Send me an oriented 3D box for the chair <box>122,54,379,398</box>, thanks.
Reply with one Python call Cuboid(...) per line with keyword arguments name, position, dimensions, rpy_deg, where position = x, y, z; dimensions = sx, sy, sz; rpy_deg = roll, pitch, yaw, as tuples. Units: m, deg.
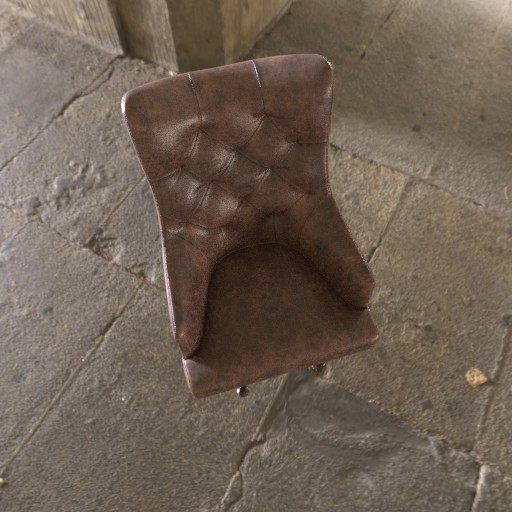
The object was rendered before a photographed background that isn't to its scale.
Cuboid(name="chair", position=(0.000, 0.000, 1.497), dimensions=(0.641, 1.035, 0.762), rpy_deg=(-14, 63, -7))
